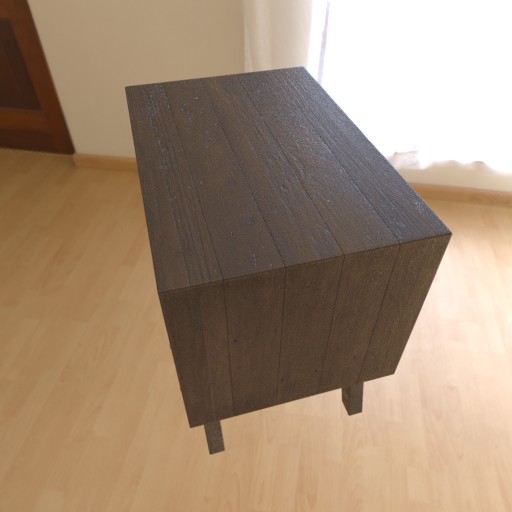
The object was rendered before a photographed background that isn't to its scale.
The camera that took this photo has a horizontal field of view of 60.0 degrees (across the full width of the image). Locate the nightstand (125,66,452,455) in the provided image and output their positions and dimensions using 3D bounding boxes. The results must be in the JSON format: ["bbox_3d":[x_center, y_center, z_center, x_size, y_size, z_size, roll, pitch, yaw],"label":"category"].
[{"bbox_3d":[0.000,0.000,1.051,0.450,0.599,0.650,-11,46,-11],"label":"nightstand"}]
